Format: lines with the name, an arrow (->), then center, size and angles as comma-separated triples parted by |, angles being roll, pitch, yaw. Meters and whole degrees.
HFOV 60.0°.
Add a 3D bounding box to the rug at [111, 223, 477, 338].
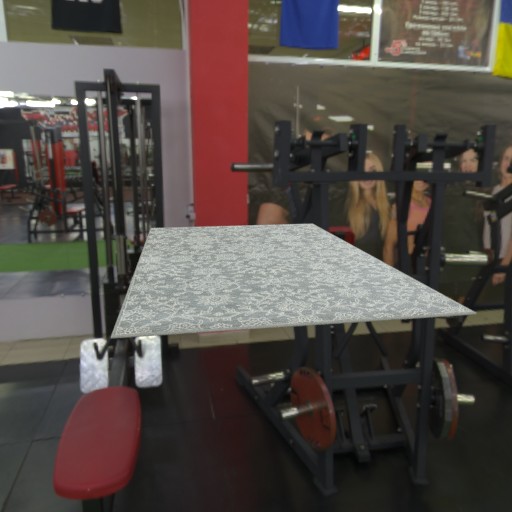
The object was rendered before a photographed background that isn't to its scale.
rug -> 0.000, 0.000, 2.948 | 1.515, 0.010, 2.430 | -2, 14, -9
